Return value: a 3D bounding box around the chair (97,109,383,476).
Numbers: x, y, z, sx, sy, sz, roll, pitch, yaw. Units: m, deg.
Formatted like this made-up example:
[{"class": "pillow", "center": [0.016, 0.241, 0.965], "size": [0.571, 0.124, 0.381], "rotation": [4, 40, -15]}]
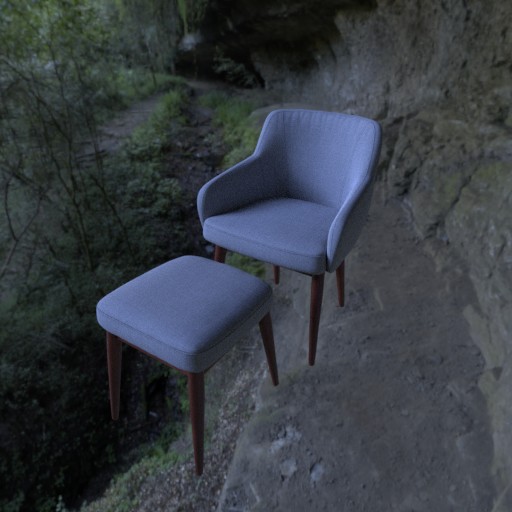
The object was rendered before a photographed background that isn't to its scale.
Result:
[{"class": "chair", "center": [0.000, 0.000, 1.533], "size": [0.584, 0.799, 1.107], "rotation": [18, 33, 29]}]
